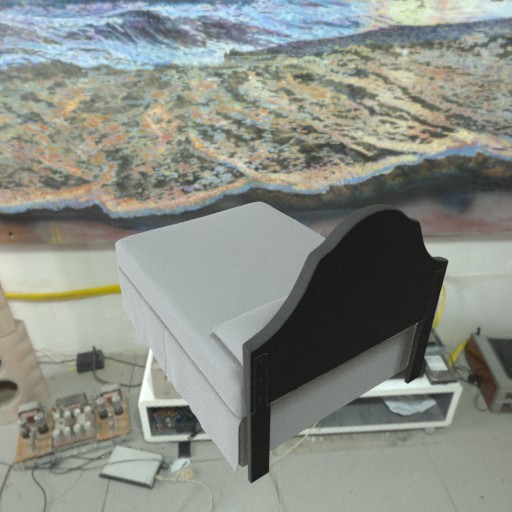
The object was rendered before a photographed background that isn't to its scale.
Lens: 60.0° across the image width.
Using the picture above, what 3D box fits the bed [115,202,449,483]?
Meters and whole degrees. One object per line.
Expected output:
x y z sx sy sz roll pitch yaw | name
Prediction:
0.000 0.000 3.353 1.636 1.575 2.155 -19 35 -29 | bed
